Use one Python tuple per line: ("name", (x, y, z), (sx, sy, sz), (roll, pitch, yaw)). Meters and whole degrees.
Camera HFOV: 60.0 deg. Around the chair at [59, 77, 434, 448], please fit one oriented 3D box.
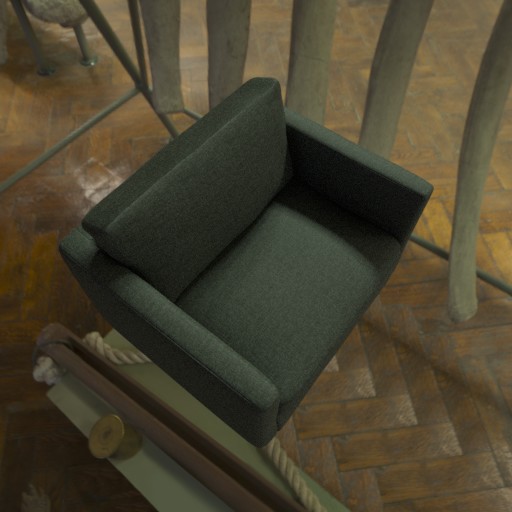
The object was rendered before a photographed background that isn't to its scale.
("chair", (0.000, 0.000, 1.833), (0.959, 0.963, 1.107), (34, 64, 19))
